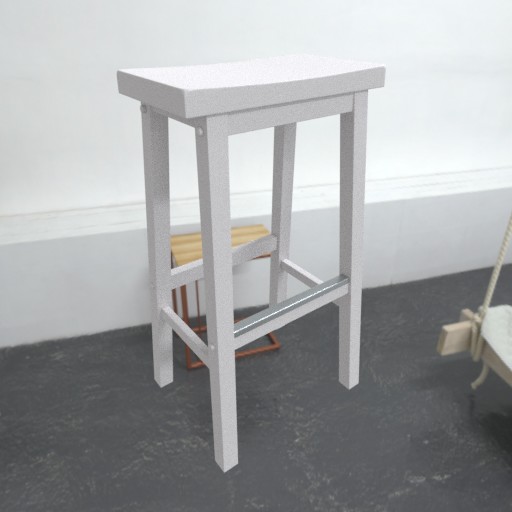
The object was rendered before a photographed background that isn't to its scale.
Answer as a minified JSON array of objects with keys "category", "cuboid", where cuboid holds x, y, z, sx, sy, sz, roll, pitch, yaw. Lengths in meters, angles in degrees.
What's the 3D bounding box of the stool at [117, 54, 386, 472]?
[{"category":"stool","cuboid":[0.000,0.000,0.939,0.406,0.742,0.322,-21,36,-31]}]
